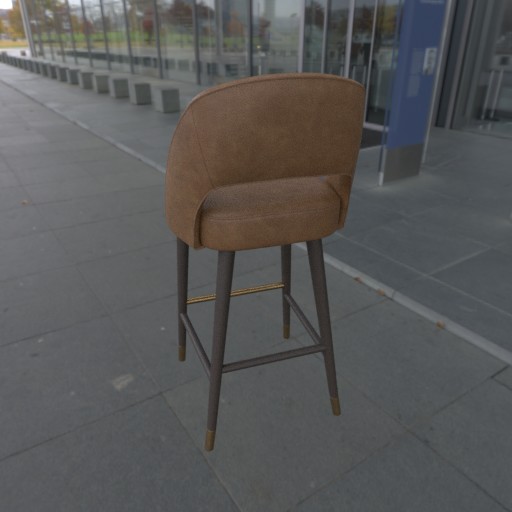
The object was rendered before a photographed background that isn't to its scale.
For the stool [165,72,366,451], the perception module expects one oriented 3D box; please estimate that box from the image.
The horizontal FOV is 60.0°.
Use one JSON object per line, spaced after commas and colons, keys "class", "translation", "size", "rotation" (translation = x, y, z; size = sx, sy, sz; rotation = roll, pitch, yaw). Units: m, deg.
{"class": "stool", "translation": [0.000, 0.000, 1.315], "size": [0.494, 1.037, 0.509], "rotation": [-9, 28, -17]}
